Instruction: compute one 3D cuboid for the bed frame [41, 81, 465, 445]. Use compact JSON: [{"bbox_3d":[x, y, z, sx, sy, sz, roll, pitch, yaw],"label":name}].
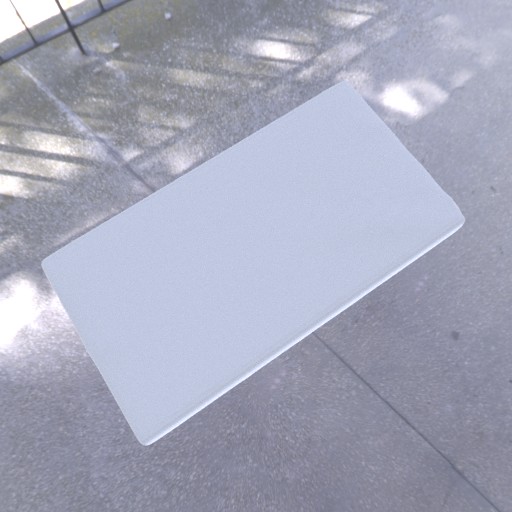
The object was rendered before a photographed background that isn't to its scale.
[{"bbox_3d":[0.000,0.000,2.434,1.908,0.640,1.025,-33,76,-9],"label":"bed frame"}]
